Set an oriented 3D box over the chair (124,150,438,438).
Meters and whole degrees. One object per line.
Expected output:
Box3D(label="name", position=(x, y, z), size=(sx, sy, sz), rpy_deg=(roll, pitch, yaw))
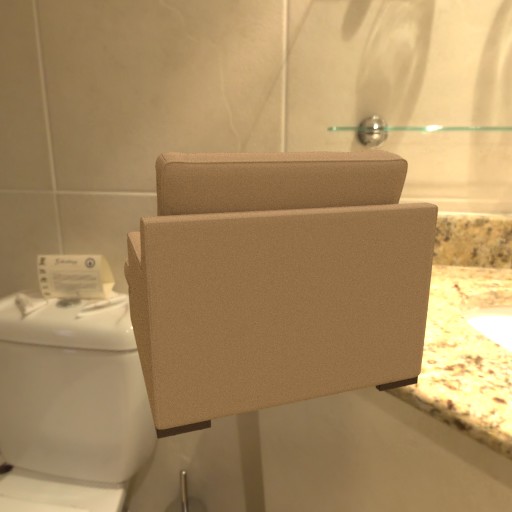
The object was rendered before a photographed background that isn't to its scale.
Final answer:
Box3D(label="chair", position=(0.000, 0.000, 2.159), size=(1.293, 1.005, 1.274), rpy_deg=(-7, 16, -26))
